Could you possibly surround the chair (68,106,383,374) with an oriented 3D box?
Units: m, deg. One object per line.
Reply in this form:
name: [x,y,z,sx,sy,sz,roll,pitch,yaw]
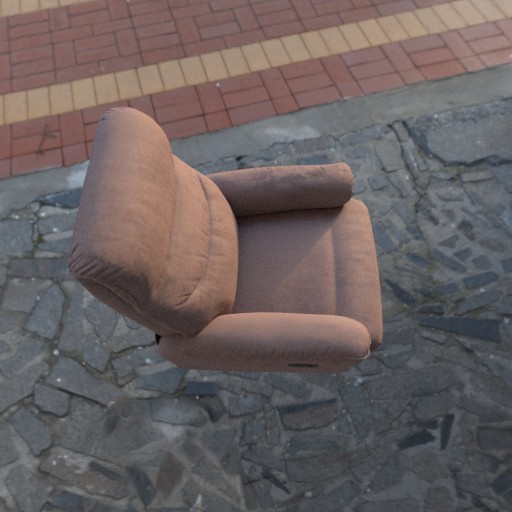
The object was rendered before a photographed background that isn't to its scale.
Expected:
chair: [0.000,0.000,1.715,1.004,1.037,0.820,1,64,0]
